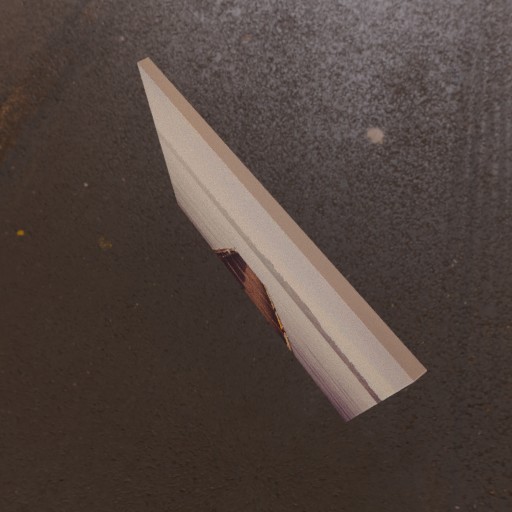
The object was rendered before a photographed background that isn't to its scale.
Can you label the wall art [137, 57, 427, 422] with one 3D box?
[{"bbox_3d":[0.000,0.000,0.781,0.021,0.410,0.615,-33,68,-15],"label":"wall art"}]
